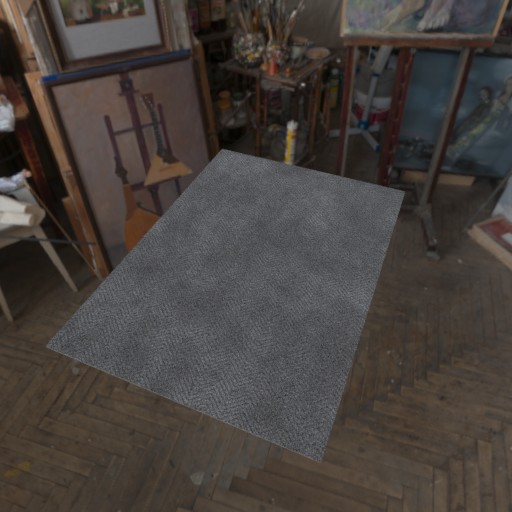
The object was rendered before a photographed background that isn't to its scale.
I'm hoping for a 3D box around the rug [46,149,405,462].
[{"bbox_3d":[0.000,0.000,2.977,1.600,0.008,2.235,17,47,16],"label":"rug"}]
